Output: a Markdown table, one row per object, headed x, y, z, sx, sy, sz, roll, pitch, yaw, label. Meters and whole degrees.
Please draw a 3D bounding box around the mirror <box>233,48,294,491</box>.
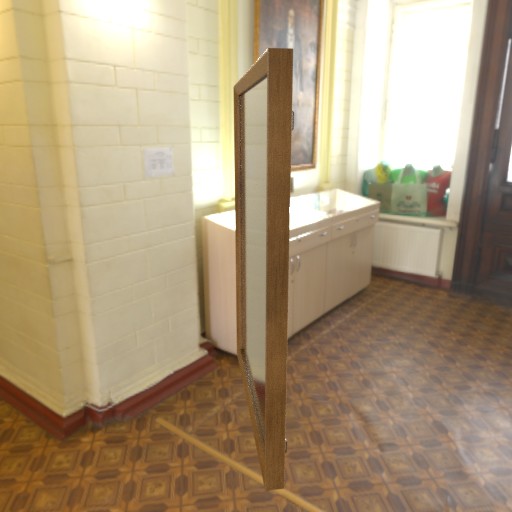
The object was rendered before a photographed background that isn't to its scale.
| x | y | z | sx | sy | sz | roll | pitch | yaw | label |
| --- | --- | --- | --- | --- | --- | --- | --- | --- | --- |
| 0.000 | 0.000 | 0.923 | 0.039 | 0.711 | 0.508 | -2 | 16 | -8 | mirror |
